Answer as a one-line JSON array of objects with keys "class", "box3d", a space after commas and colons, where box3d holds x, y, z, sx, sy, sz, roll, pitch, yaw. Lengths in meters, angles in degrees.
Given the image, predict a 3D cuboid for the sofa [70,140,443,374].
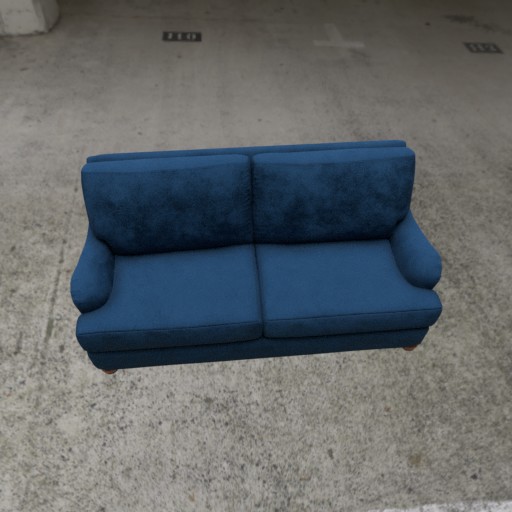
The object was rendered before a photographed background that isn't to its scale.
[{"class": "sofa", "box3d": [0.000, 0.000, 2.829, 2.141, 1.101, 1.084, -4, 47, -3]}]
